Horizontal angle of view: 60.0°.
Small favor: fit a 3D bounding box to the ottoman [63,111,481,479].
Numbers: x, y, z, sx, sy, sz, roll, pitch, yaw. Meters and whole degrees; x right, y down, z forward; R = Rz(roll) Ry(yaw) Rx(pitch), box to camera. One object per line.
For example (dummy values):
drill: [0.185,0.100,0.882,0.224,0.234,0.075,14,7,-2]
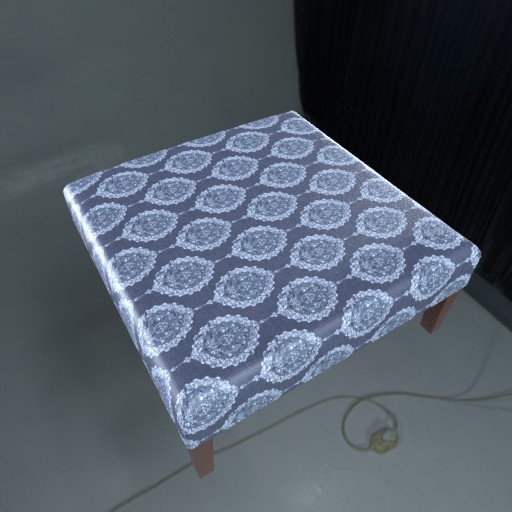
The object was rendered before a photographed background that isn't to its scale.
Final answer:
ottoman: [0.000,0.000,1.396,0.890,0.409,0.889,-24,51,-21]
